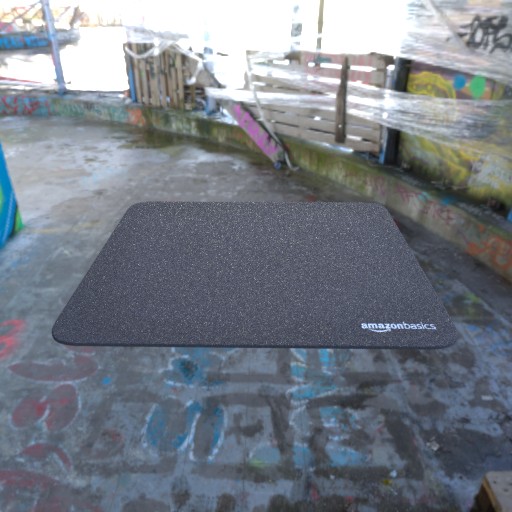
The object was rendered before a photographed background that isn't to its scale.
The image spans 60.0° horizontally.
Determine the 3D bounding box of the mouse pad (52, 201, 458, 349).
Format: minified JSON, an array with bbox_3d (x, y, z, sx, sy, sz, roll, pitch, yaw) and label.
[{"bbox_3d":[0.000,0.000,0.349,0.249,0.002,0.211,0,30,1],"label":"mouse pad"}]
